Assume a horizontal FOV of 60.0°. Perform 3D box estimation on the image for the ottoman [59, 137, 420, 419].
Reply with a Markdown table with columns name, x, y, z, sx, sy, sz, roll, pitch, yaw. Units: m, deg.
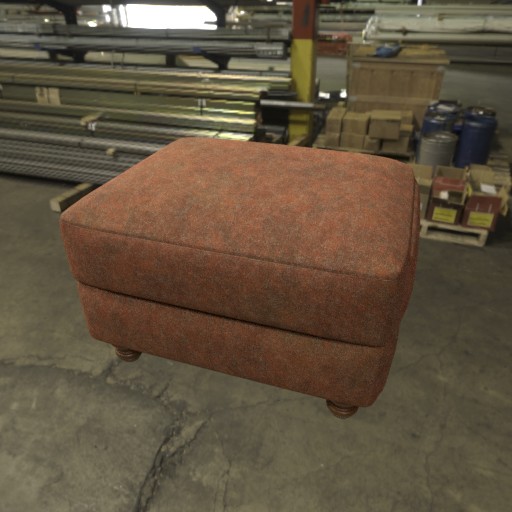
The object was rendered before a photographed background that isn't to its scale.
| name | x | y | z | sx | sy | sz | roll | pitch | yaw |
| --- | --- | --- | --- | --- | --- | --- | --- | --- | --- |
| ottoman | 0.000 | 0.000 | 1.188 | 0.787 | 0.508 | 0.635 | 10 | 33 | 16 |
